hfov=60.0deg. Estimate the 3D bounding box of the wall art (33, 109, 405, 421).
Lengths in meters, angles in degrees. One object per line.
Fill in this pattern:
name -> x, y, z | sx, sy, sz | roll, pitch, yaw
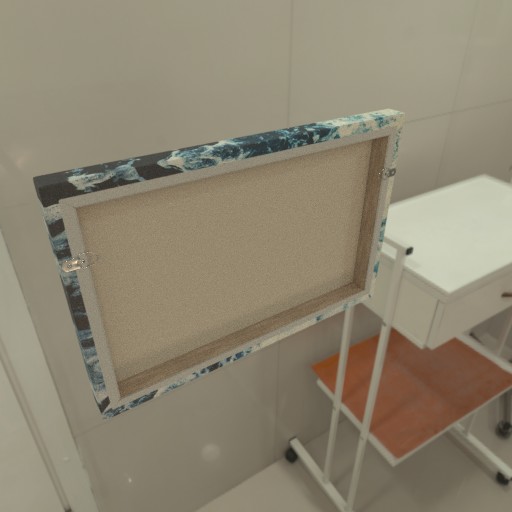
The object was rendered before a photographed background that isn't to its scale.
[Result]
wall art -> 0.000, 0.000, 0.761 | 0.609, 0.407, 0.043 | -19, 37, -28
